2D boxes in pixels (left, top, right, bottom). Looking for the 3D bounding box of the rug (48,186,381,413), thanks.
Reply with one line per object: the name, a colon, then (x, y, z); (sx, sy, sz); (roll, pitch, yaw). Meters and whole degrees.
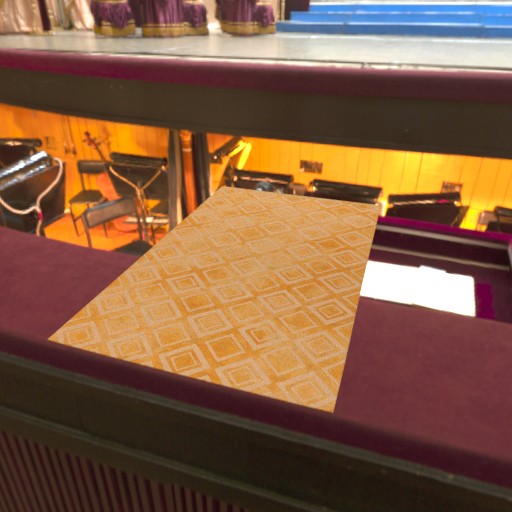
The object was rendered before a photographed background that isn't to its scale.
rug: (0.000, 0.000, 3.115); (1.511, 0.010, 2.424); (9, 31, 16)
